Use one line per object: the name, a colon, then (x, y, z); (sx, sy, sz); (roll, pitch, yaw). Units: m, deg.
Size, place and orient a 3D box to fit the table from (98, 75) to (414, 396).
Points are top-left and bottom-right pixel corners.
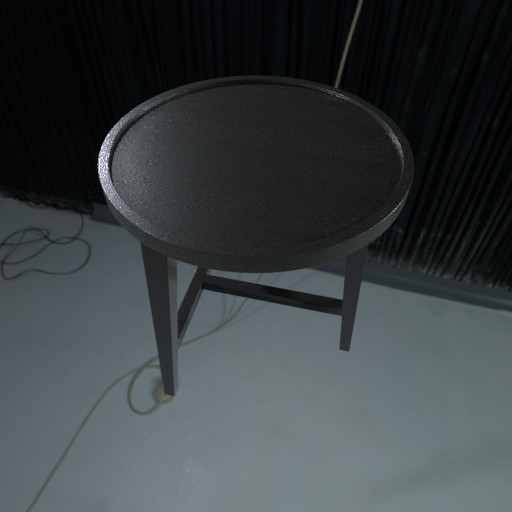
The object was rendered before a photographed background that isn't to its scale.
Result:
table: (0.000, 0.000, 0.914); (0.500, 0.531, 0.500); (0, 47, 0)
